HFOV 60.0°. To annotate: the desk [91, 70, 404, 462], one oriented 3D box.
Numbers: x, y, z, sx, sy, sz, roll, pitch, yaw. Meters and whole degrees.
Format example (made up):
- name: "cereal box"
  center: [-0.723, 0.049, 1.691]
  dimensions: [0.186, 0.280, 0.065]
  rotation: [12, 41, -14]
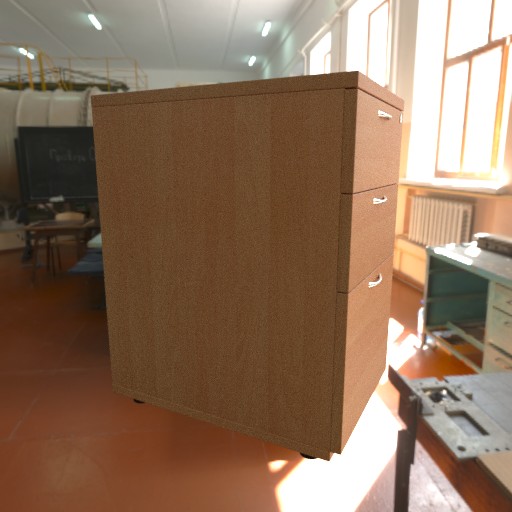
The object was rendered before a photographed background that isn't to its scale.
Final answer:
- name: "desk"
  center: [0.000, 0.000, 1.076]
  dimensions: [0.600, 0.730, 0.404]
  rotation: [6, 14, 27]
